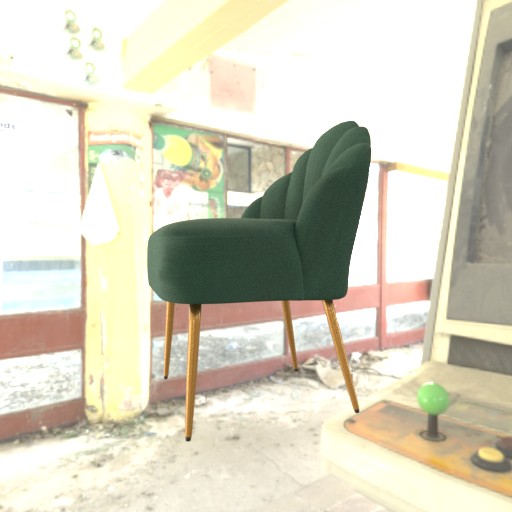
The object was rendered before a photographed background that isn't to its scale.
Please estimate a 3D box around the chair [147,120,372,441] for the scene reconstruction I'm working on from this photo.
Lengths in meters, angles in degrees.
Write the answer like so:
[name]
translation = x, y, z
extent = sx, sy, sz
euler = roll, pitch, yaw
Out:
[chair]
translation = 0.000, 0.000, 1.293
extent = 0.599, 0.819, 0.657
euler = 0, 1, -17
